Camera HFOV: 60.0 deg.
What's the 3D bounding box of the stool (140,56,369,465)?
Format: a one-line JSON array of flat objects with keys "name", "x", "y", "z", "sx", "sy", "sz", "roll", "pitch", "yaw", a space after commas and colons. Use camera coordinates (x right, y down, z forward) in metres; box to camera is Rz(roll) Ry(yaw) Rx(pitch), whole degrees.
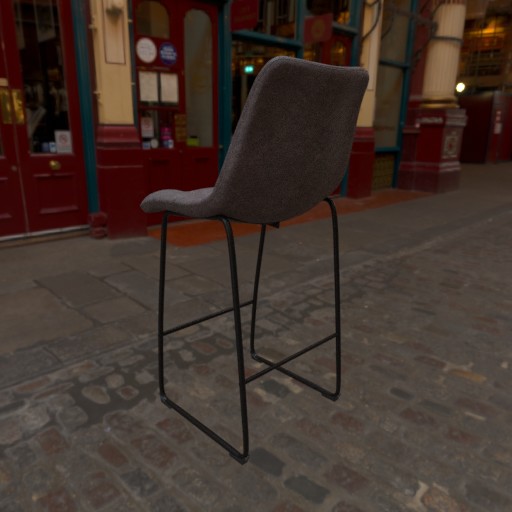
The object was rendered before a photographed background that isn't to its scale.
[{"name": "stool", "x": 0.000, "y": 0.000, "z": 1.398, "sx": 0.514, "sy": 1.082, "sz": 0.561, "roll": -15, "pitch": 22, "yaw": -42}]
